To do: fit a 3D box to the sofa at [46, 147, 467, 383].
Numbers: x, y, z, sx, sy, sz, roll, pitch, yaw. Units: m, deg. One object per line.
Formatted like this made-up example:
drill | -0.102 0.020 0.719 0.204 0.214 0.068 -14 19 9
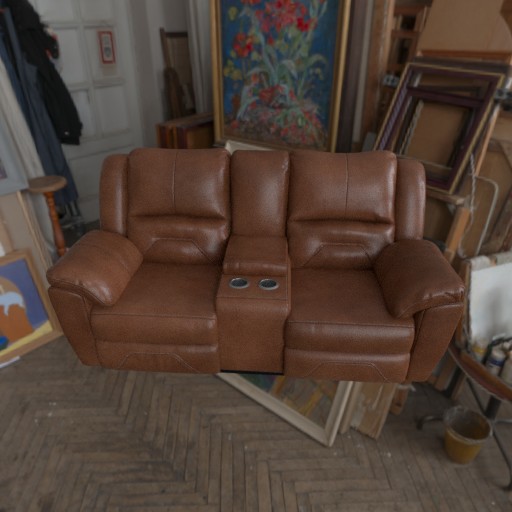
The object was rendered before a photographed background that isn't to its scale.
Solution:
sofa | 0.000 0.000 2.550 2.058 1.043 0.991 2 29 3
